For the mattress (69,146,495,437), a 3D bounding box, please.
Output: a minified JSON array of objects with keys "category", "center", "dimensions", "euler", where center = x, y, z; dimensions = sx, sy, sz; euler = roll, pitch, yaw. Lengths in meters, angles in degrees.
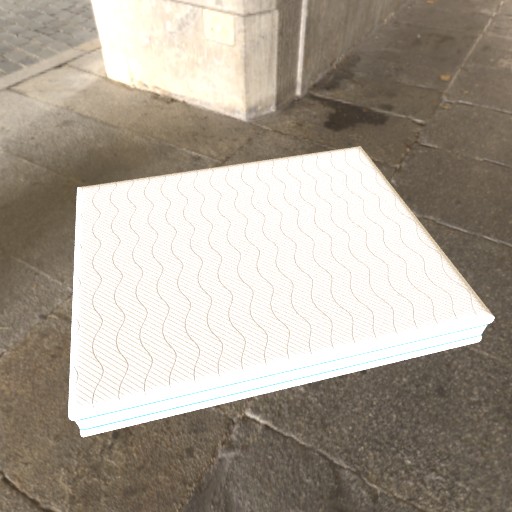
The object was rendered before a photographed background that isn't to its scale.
[{"category":"mattress","center":[0.000,0.000,2.600],"dimensions":[2.000,0.230,1.600],"euler":[-10,46,-10]}]
